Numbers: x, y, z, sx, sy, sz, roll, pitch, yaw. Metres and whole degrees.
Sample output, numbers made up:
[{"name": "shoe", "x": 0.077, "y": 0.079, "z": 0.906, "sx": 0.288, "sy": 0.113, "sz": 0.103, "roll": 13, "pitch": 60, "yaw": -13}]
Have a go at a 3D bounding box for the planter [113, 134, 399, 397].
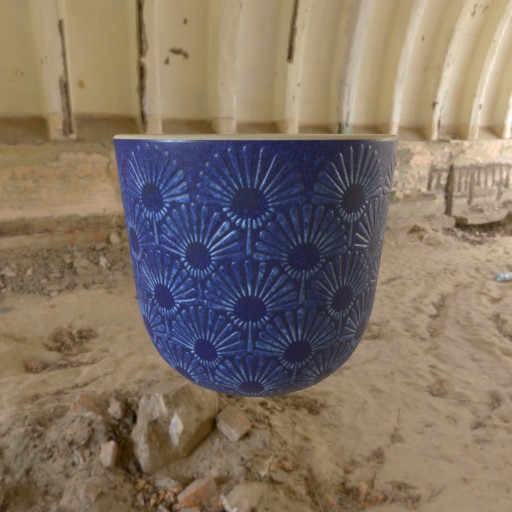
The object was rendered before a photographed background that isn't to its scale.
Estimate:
[{"name": "planter", "x": 0.000, "y": 0.000, "z": 0.360, "sx": 0.206, "sy": 0.190, "sz": 0.206, "roll": 0, "pitch": 16, "yaw": 0}]
